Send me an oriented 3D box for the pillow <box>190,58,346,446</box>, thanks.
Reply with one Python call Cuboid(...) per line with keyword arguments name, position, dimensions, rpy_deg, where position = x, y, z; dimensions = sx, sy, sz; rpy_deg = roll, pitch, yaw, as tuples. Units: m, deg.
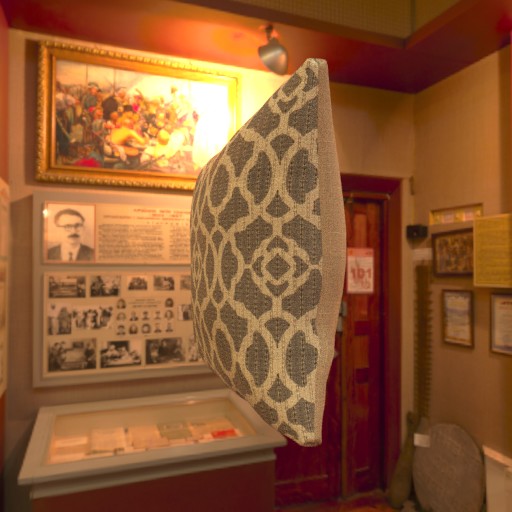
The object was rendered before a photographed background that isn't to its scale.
Cuboid(name="pillow", position=(0.000, 0.000, 0.799), dimensions=(0.215, 0.498, 0.508), rpy_deg=(0, -1, -18))
